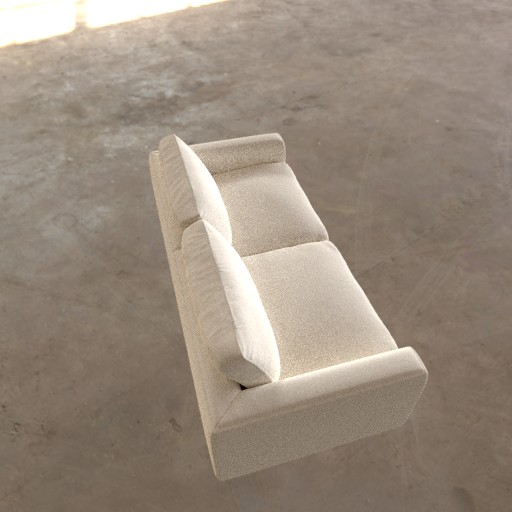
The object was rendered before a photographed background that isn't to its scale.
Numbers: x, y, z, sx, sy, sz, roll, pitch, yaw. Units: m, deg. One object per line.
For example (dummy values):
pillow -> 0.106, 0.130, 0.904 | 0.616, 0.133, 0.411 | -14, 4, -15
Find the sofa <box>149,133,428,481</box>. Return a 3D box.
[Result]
sofa -> 0.000, 0.000, 2.786 | 1.070, 0.801, 2.262 | -12, 47, -11
